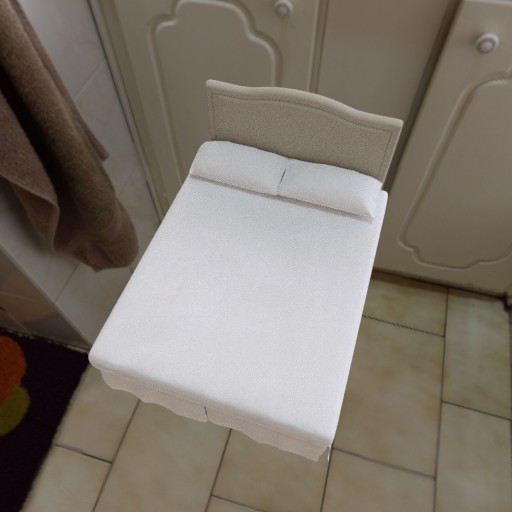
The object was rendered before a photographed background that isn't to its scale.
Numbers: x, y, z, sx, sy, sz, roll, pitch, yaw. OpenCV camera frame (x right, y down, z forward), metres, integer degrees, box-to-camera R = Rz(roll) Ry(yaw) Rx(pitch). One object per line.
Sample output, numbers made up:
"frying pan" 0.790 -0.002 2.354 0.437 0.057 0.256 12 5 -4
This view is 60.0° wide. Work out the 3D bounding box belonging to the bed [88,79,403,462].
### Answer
"bed" 0.000 0.000 3.621 1.977 1.437 2.477 16 58 10
